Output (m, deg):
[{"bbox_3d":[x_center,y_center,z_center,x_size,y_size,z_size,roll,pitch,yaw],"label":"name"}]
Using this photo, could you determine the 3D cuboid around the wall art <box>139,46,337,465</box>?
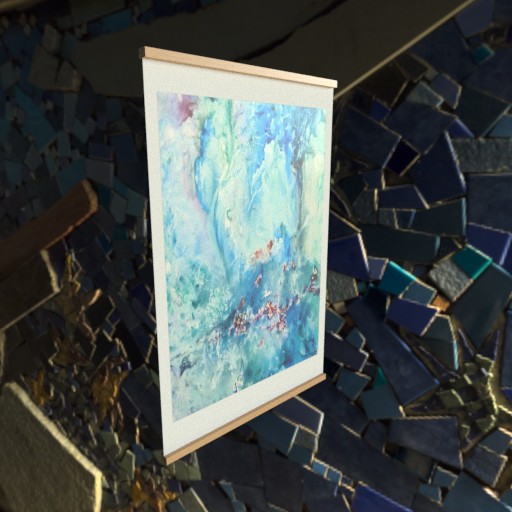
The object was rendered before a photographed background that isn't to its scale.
[{"bbox_3d":[0.000,0.000,1.284,0.669,1.020,0.027,-12,18,-42],"label":"wall art"}]
